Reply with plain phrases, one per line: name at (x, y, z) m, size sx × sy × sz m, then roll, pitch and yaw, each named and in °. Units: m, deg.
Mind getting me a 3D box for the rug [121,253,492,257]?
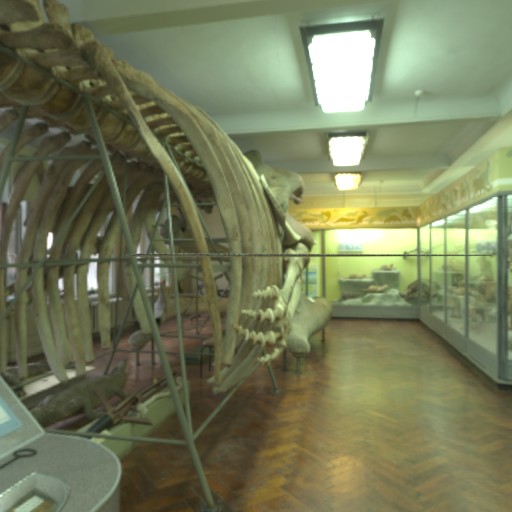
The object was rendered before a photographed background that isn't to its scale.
rug at (0.000, 0.000, 5.135) m, size 2.894 × 0.011 × 3.957 m, roll 0°, pitch 0°, yaw -18°
